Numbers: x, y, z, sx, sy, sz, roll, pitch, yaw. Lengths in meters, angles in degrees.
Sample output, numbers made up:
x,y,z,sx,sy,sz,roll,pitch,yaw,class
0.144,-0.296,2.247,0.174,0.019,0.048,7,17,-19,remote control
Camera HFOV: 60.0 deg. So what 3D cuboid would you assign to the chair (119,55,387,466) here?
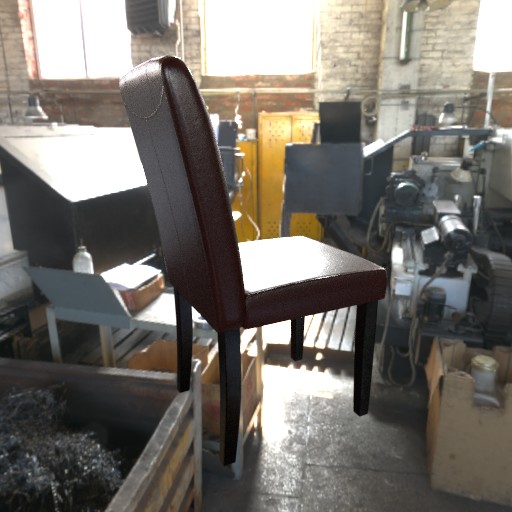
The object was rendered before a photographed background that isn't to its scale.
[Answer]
x,y,z,sx,sy,sz,roll,pitch,yaw,class
0.000,0.000,1.153,0.556,0.897,0.399,-8,18,-26,chair
